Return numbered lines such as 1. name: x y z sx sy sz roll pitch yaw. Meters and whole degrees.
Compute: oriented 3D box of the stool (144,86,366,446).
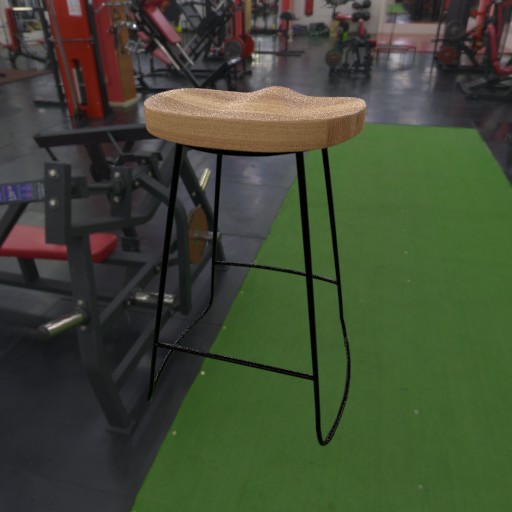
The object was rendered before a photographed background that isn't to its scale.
1. stool: 0.000 0.000 0.979 0.480 0.679 0.401 9 32 14
